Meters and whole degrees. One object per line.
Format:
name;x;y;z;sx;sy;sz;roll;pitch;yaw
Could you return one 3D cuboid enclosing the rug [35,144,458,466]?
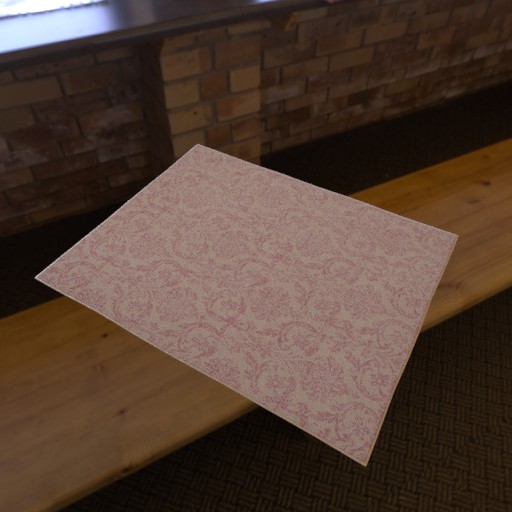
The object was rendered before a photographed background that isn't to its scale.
rug;0.000;0.000;3.946;2.980;0.012;2.363;24;51;20
